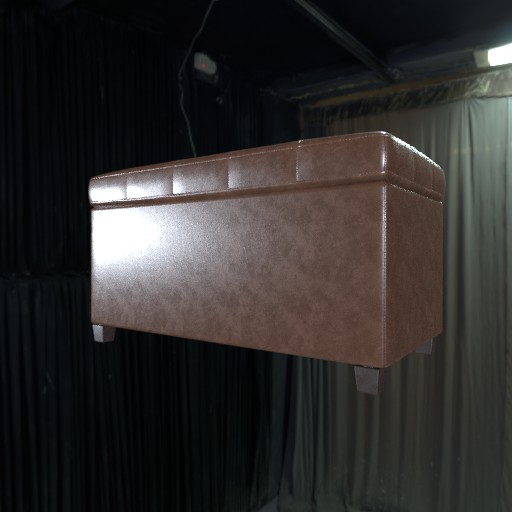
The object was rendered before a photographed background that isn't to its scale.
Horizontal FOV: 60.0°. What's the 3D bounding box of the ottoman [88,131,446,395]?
[{"bbox_3d":[0.000,0.000,1.148,0.838,0.470,0.432,0,1,35],"label":"ottoman"}]
